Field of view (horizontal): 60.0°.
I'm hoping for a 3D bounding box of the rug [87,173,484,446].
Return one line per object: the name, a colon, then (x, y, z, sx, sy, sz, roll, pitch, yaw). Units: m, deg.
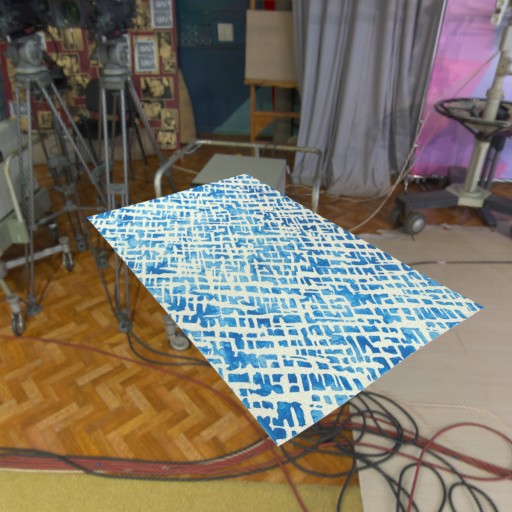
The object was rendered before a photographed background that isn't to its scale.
rug: (0.000, 0.000, 3.023, 1.520, 0.011, 2.447, -21, 39, -29)
